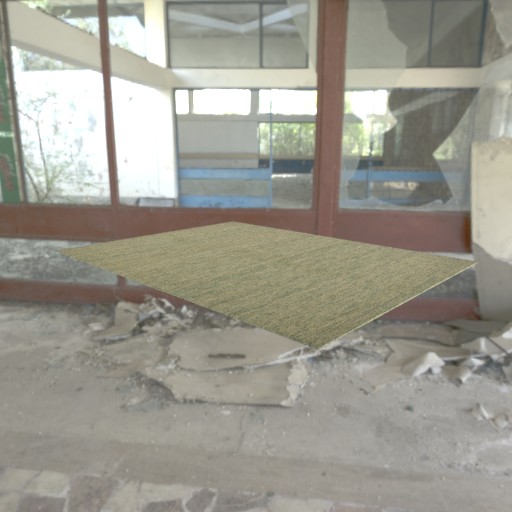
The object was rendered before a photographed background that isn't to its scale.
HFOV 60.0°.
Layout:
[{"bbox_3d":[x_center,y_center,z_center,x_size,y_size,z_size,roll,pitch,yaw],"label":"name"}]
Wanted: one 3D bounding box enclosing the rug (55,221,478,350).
[{"bbox_3d":[0.000,0.000,4.198,3.201,0.014,2.437,13,19,42],"label":"rug"}]
